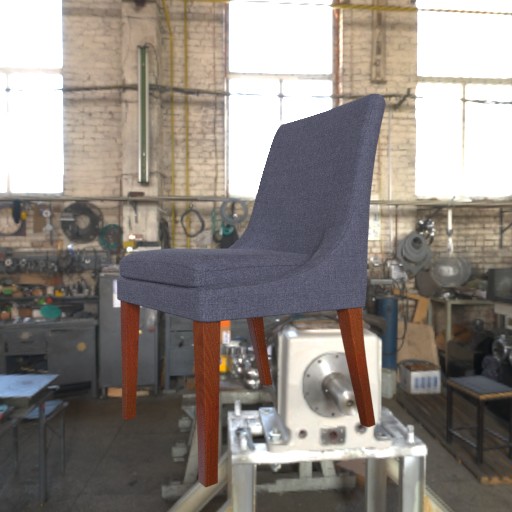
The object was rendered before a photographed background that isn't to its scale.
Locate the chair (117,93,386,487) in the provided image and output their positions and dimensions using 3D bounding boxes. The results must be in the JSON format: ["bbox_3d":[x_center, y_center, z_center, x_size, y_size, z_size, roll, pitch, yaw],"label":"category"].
[{"bbox_3d":[0.000,0.000,1.293,0.655,0.952,0.508,-1,1,-37],"label":"chair"}]
